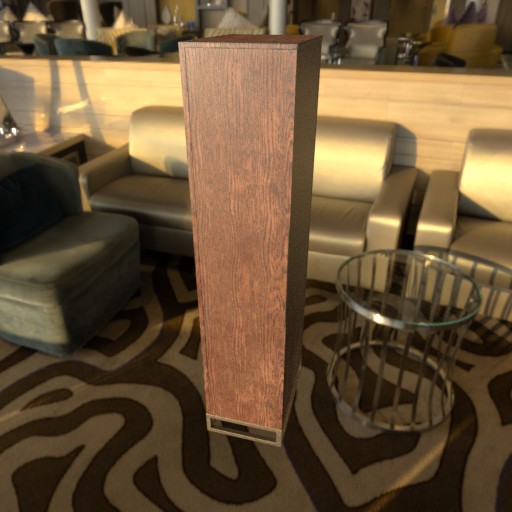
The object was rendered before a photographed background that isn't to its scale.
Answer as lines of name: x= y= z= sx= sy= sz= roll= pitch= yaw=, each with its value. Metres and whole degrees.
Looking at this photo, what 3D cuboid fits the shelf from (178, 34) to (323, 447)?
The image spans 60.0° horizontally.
shelf: x=0.000 y=0.000 z=1.960 sx=0.395 sy=1.732 sz=0.539 roll=7 pitch=30 yaw=13
